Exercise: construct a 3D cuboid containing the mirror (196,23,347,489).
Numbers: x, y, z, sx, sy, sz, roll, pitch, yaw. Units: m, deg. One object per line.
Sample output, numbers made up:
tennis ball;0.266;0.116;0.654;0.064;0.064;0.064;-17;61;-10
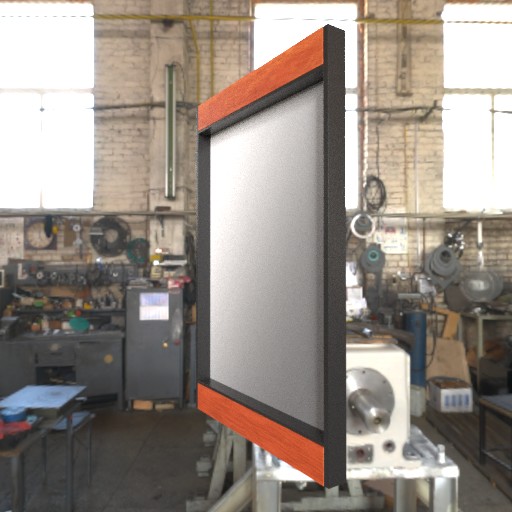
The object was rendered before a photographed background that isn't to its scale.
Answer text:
mirror;0.000;0.000;1.012;0.047;0.823;0.525;0;-1;-34
